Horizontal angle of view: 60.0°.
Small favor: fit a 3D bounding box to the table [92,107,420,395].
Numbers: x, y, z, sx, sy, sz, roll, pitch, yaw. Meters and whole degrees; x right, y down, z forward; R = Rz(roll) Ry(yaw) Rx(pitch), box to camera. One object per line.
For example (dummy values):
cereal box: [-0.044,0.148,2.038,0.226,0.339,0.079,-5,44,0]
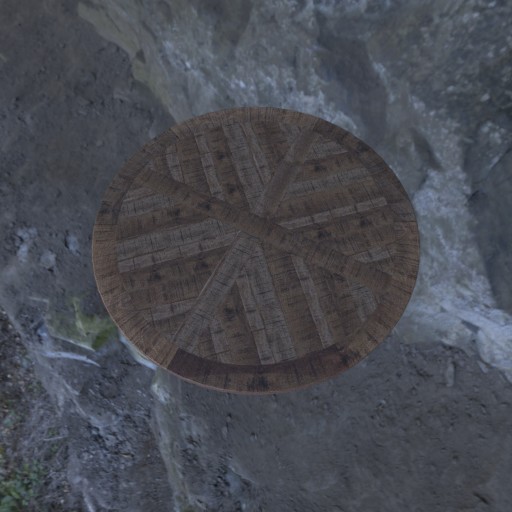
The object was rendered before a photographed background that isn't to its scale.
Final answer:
table: [0.000,0.000,1.957,1.264,0.516,1.264,0,63,0]
